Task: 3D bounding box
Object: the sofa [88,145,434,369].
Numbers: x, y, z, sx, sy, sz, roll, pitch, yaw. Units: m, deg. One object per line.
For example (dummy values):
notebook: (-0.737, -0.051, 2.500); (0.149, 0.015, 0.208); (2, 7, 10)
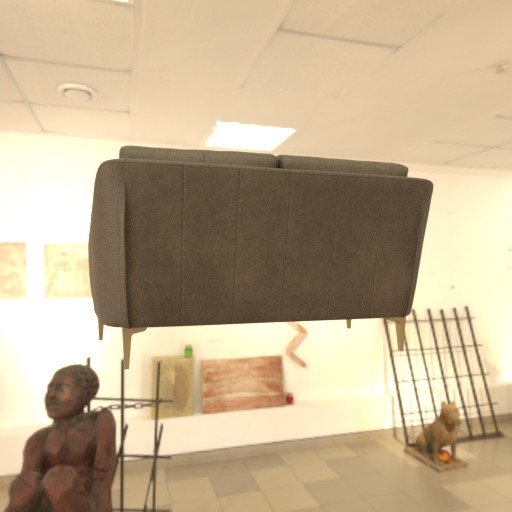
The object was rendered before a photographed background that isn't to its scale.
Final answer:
sofa: (0.000, 0.000, 2.223); (1.619, 0.902, 0.960); (0, -1, -17)
